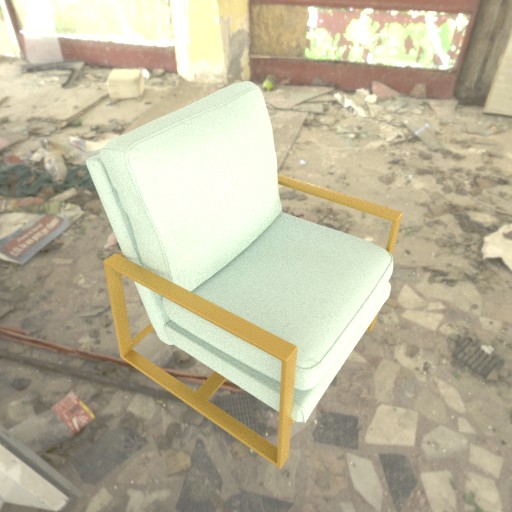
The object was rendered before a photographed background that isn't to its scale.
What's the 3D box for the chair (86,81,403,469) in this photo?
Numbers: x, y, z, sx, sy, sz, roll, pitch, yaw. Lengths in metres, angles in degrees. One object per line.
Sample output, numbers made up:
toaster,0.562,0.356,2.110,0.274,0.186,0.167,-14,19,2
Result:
chair,0.000,0.000,1.536,0.813,0.956,0.758,25,47,26
